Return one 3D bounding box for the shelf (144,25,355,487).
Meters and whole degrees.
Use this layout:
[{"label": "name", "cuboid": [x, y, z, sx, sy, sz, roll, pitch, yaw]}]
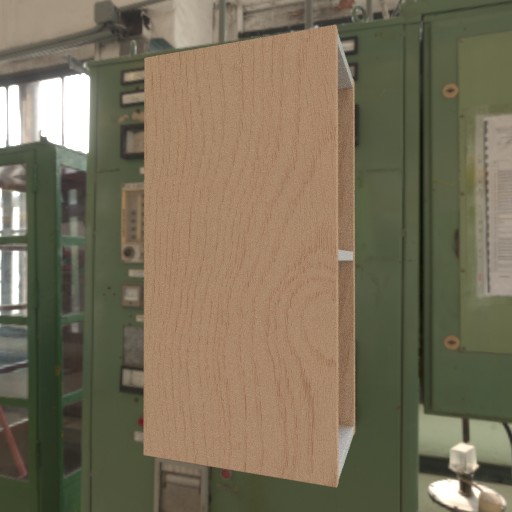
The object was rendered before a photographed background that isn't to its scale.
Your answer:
[{"label": "shelf", "cuboid": [0.000, 0.000, 0.715, 0.290, 0.600, 0.200, 0, -1, 19]}]
